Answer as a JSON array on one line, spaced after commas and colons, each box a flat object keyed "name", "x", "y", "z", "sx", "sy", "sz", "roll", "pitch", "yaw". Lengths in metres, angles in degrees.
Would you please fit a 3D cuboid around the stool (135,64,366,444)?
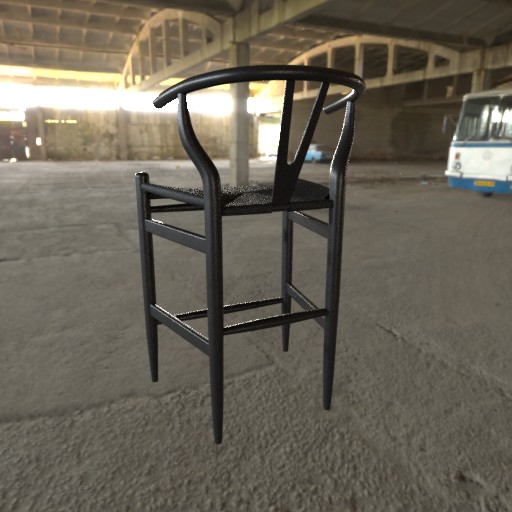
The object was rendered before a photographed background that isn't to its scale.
[{"name": "stool", "x": 0.000, "y": 0.000, "z": 1.312, "sx": 0.569, "sy": 0.970, "sz": 0.579, "roll": -7, "pitch": 16, "yaw": -25}]
